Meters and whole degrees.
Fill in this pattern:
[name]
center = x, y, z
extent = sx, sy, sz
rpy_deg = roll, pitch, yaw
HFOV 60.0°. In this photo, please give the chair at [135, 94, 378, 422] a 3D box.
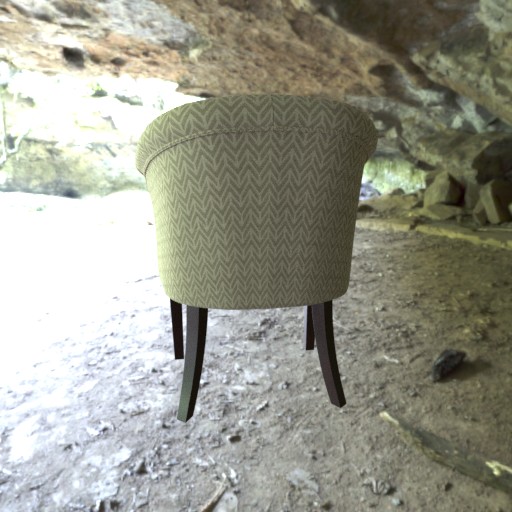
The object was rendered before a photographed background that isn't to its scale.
[chair]
center = 0.000, 0.000, 1.335
extent = 0.686, 0.858, 0.613
rpy_deg = -2, 13, -9
